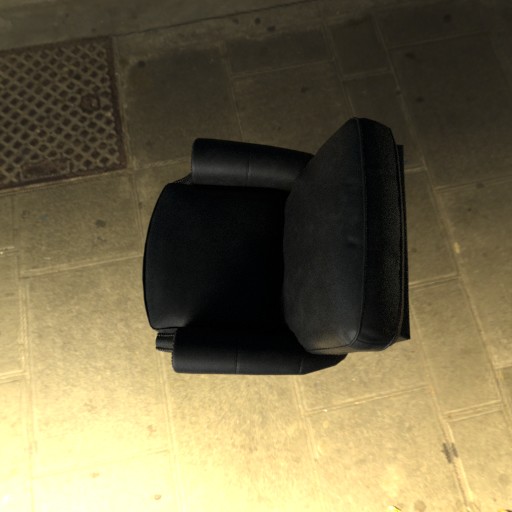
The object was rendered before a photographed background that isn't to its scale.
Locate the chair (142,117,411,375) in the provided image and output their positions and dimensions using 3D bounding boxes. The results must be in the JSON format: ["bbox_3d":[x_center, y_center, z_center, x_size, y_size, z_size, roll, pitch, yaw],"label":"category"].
[{"bbox_3d":[0.000,0.000,1.775,0.986,1.018,0.936,3,75,1],"label":"chair"}]
